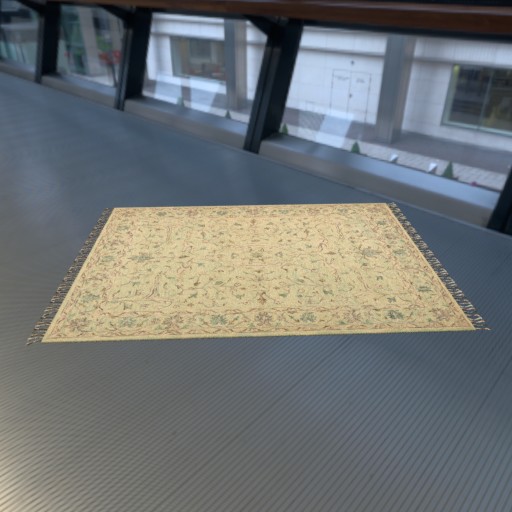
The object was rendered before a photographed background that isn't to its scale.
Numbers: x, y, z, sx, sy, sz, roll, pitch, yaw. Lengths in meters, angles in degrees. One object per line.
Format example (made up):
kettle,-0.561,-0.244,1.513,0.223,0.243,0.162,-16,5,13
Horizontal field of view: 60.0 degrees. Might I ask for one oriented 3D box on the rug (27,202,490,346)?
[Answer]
rug,0.000,0.000,2.237,1.802,0.008,1.247,-1,31,-2
